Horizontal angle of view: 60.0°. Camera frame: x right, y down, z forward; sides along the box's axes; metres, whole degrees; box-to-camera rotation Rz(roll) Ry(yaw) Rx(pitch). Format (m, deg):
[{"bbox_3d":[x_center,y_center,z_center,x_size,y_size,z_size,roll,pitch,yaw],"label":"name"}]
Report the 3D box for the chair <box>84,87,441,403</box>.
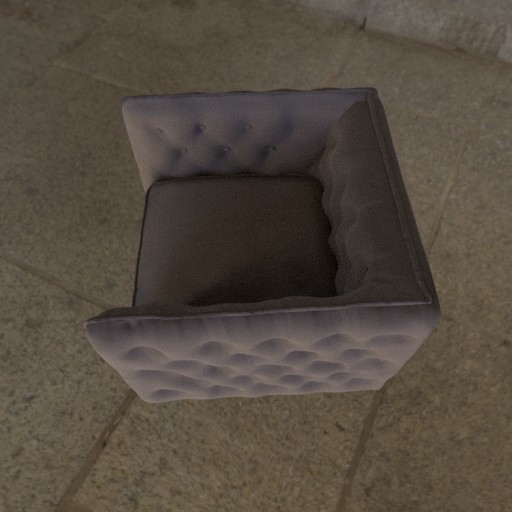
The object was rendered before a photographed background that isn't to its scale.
[{"bbox_3d":[0.000,0.000,1.621,0.913,0.807,0.946,-2,58,-2],"label":"chair"}]
